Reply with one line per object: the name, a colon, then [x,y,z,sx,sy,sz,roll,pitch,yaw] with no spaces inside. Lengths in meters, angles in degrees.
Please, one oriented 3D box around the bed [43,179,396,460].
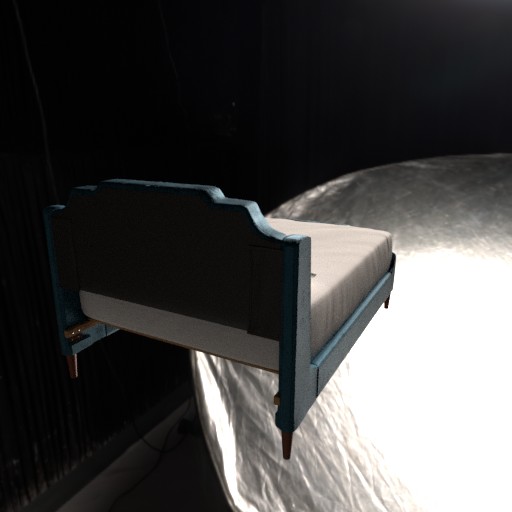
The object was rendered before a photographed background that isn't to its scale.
bed: [0.000,0.000,3.371,1.678,1.338,2.322,9,19,27]
